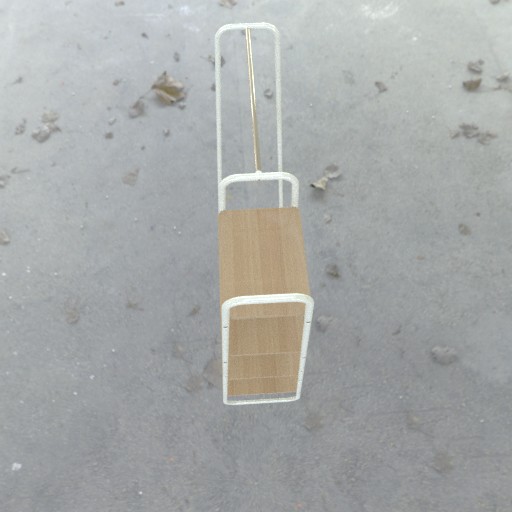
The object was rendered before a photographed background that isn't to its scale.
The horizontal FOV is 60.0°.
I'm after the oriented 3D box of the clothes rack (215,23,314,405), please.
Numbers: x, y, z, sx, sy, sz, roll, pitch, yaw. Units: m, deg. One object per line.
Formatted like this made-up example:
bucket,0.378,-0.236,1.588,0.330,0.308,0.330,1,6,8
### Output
clothes rack,0.000,0.000,1.935,0.400,1.500,1.011,-3,63,-2
